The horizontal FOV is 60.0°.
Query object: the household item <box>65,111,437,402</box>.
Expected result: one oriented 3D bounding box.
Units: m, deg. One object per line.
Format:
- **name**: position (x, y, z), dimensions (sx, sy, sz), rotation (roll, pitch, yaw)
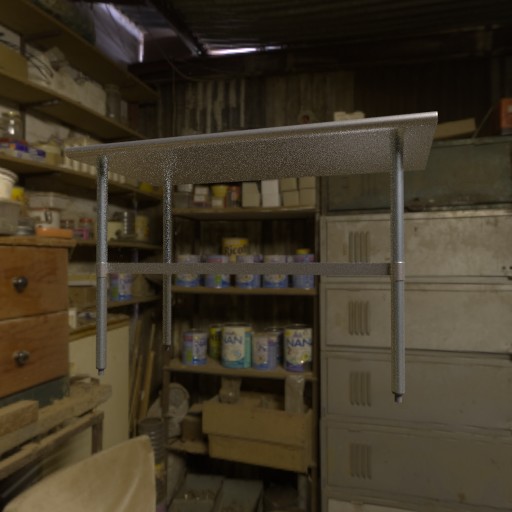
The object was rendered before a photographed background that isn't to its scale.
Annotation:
- **household item**: position (0.000, 0.000, 1.660), dimensions (1.219, 0.851, 0.610), rotation (0, -1, 18)
